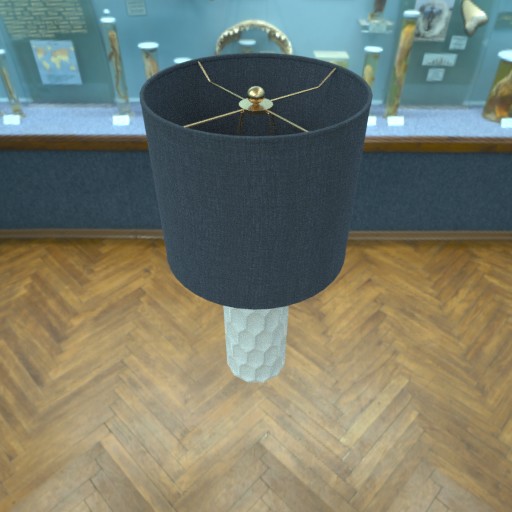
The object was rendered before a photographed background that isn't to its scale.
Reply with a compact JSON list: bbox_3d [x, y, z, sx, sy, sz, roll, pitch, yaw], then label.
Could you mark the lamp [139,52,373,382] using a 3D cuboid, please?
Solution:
[{"bbox_3d":[0.000,0.000,0.709,0.277,0.537,0.277,1,40,1],"label":"lamp"}]
